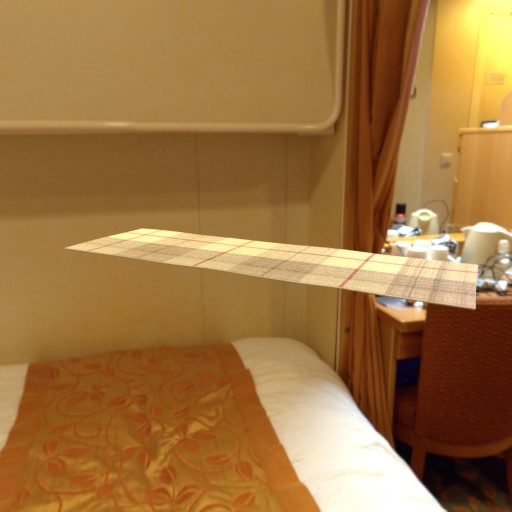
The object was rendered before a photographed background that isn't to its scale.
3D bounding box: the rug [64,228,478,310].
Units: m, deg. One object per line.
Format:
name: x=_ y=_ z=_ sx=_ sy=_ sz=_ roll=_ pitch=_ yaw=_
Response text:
rug: x=0.000 y=0.000 z=2.714 sx=2.439 sy=0.013 sz=0.762 roll=7 pitch=16 yaw=26
